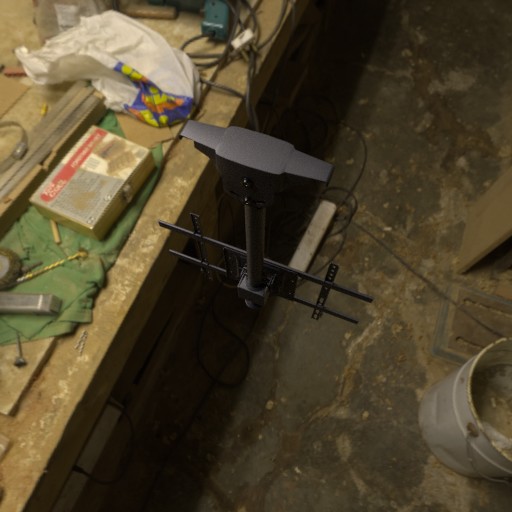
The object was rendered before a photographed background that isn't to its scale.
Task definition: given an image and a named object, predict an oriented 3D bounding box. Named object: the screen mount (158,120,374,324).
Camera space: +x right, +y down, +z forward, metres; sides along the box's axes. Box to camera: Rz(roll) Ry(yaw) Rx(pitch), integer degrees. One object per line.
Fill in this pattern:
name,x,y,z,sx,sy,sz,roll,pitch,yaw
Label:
screen mount,0.000,0.000,1.053,0.595,0.775,0.090,20,65,10
